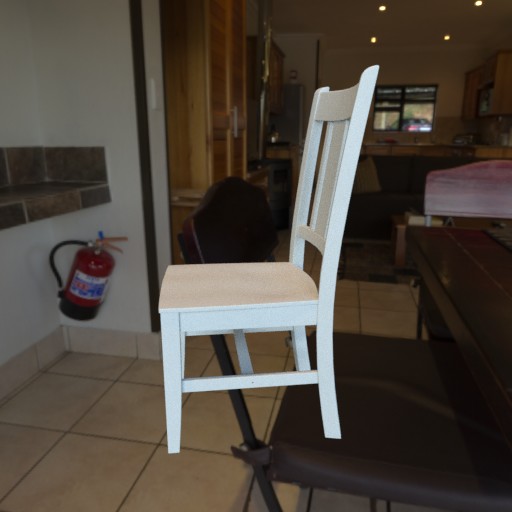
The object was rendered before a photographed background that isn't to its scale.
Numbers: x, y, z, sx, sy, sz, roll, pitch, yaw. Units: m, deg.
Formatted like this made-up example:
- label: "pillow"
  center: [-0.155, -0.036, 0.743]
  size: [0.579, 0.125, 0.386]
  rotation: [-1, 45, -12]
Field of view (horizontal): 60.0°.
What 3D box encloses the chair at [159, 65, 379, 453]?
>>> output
- label: "chair"
  center: [0.000, 0.000, 1.319]
  size: [0.555, 0.998, 0.450]
  rotation: [-2, 15, -7]
